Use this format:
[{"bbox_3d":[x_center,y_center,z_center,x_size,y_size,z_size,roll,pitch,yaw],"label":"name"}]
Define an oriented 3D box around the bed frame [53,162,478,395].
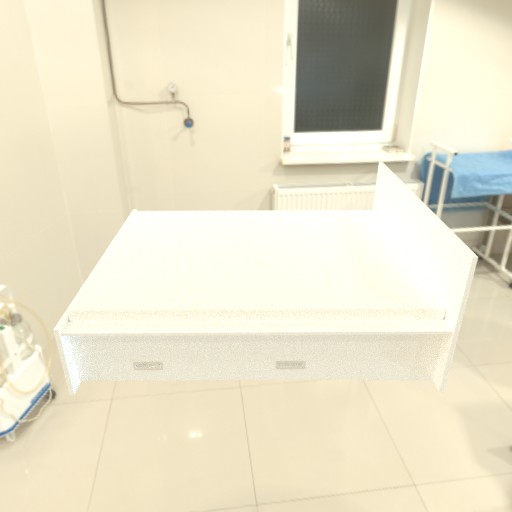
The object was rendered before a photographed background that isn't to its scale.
[{"bbox_3d":[0.000,0.000,2.865,1.960,0.800,1.622,0,27,0],"label":"bed frame"}]
